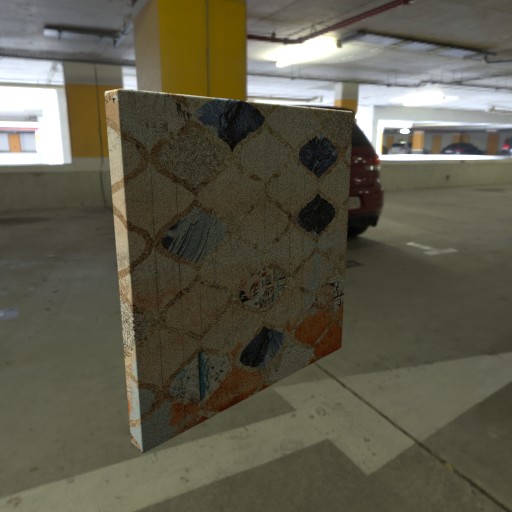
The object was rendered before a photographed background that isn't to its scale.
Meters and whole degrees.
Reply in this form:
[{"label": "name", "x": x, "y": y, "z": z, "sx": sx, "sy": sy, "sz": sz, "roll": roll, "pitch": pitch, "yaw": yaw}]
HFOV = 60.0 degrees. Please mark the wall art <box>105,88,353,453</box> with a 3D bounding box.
[{"label": "wall art", "x": 0.000, "y": 0.000, "z": 0.777, "sx": 0.507, "sy": 0.508, "sz": 0.038, "roll": -13, "pitch": 19, "yaw": -43}]
